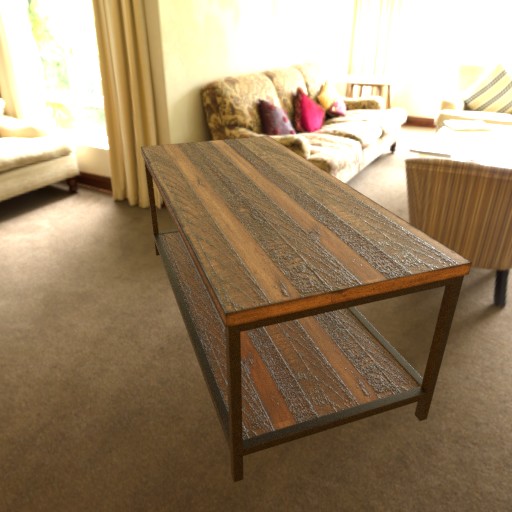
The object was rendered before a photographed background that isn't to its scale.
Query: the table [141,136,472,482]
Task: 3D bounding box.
[{"bbox_3d":[0.000,0.000,1.218,0.452,0.399,0.990,-10,30,-17],"label":"table"}]
